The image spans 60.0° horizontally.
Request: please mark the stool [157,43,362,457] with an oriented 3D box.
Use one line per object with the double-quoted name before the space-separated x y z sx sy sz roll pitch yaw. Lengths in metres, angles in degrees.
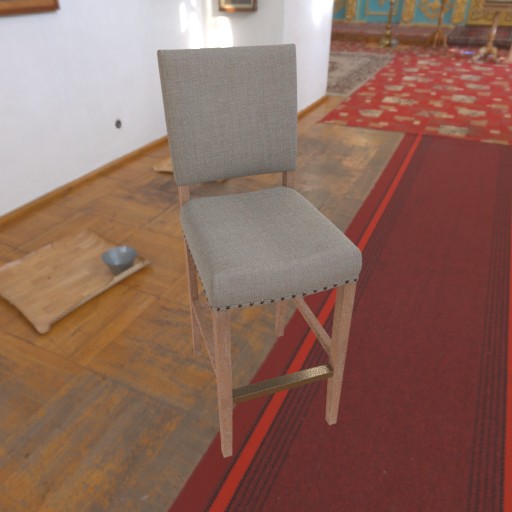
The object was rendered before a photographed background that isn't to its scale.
"stool" 0.000 0.000 1.466 0.445 1.203 0.585 -10 34 -16
